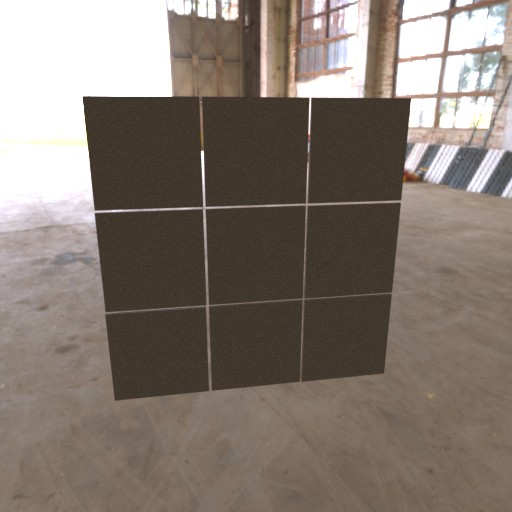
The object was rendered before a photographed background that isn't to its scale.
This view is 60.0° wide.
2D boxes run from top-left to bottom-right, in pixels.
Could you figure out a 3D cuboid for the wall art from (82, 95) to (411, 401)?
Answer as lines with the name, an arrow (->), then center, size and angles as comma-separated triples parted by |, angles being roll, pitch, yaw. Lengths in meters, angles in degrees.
wall art -> 0.000, 0.000, 1.800 | 1.216, 1.216, 0.013 | -3, 18, -10
